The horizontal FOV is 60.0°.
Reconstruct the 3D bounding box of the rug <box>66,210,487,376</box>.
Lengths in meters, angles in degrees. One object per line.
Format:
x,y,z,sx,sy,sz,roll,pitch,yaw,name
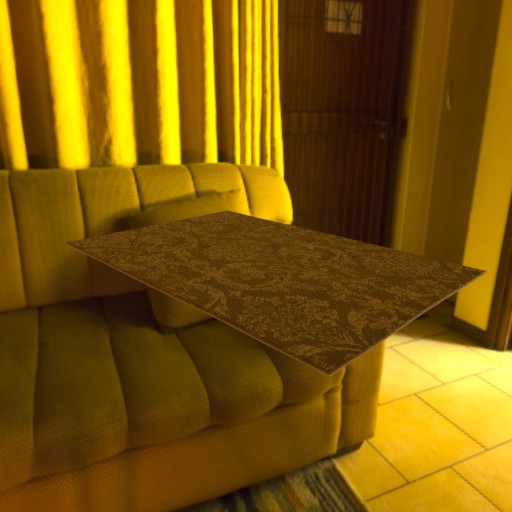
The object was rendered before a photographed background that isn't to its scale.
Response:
0.000,0.000,2.266,1.206,0.012,1.824,-17,25,-42,rug
